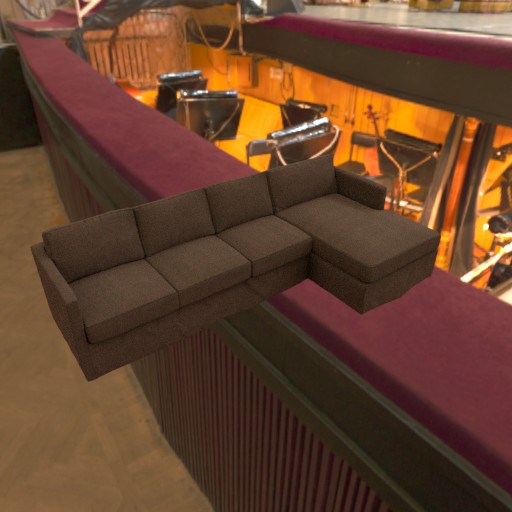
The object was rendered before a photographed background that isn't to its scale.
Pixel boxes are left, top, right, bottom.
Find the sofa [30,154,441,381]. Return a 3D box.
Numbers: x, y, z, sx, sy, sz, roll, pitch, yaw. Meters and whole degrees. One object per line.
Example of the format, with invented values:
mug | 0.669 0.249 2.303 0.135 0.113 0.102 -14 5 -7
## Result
sofa | 0.000 0.000 3.848 3.205 0.922 1.650 -22 38 -31
